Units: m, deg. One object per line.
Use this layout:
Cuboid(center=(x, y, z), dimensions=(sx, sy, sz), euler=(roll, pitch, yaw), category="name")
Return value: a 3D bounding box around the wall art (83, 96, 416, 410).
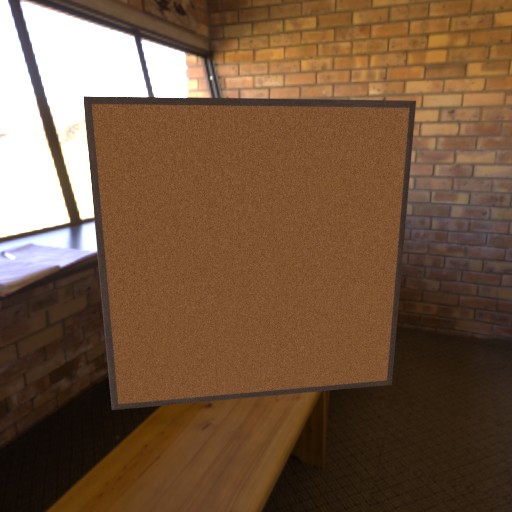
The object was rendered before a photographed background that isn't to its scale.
Cuboid(center=(0.000, 0.000, 0.454), dimensions=(0.303, 0.302, 0.038), euler=(-2, 15, -9), category="wall art")
